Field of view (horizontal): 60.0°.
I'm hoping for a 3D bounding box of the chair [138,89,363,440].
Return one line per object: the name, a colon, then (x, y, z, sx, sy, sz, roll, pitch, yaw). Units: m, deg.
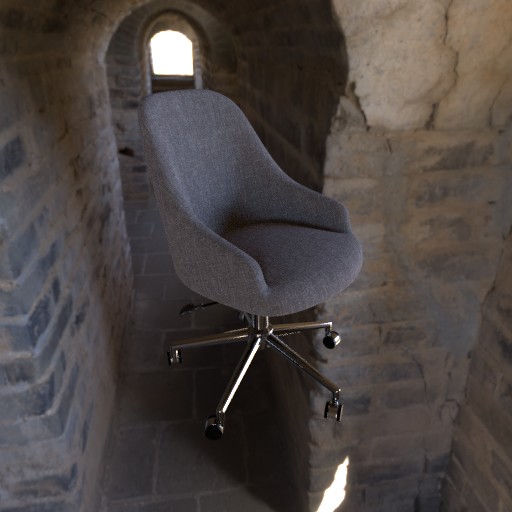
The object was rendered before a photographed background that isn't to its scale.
chair: (0.000, 0.000, 1.411, 0.712, 0.950, 0.671, 18, 31, 32)
